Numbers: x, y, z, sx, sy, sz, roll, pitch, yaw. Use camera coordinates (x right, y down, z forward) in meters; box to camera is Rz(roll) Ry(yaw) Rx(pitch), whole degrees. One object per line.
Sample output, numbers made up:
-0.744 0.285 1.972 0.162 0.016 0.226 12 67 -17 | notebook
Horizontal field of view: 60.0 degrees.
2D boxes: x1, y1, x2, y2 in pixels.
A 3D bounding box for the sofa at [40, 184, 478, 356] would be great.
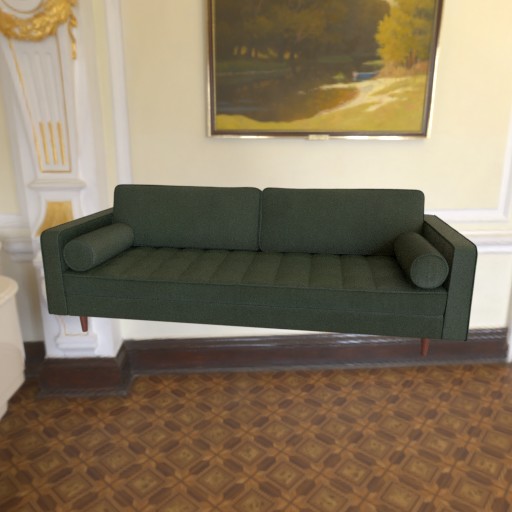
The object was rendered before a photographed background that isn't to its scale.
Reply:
0.000 0.000 2.627 2.199 0.769 0.918 2 15 8 | sofa
